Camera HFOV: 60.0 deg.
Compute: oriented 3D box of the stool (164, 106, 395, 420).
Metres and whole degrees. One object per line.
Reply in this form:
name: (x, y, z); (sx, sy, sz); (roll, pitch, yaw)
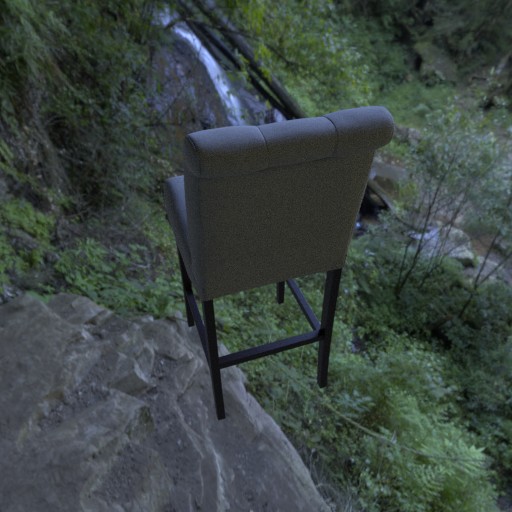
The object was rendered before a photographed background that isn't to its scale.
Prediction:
stool: (0.000, 0.000, 1.469); (0.493, 1.140, 0.601); (-13, 42, -14)
